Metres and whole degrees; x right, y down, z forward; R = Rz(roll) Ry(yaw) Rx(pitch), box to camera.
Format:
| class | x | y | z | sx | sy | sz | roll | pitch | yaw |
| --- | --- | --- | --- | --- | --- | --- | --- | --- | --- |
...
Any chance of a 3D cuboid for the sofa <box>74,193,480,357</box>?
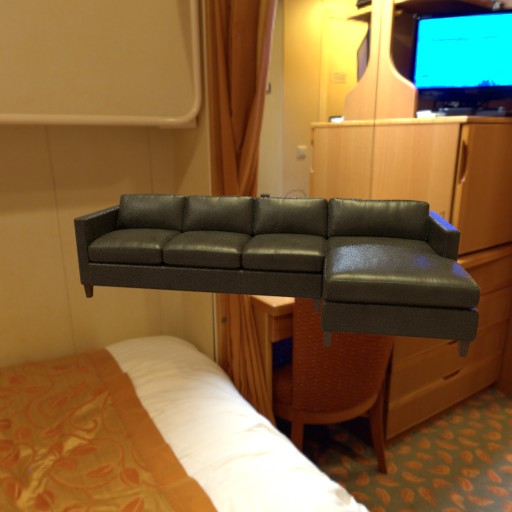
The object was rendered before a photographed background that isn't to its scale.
| class | x | y | z | sx | sy | sz | roll | pitch | yaw |
| --- | --- | --- | --- | --- | --- | --- | --- | --- | --- |
| sofa | 0.000 | 0.000 | 3.819 | 3.203 | 0.883 | 1.581 | 3 | 15 | 9 |
